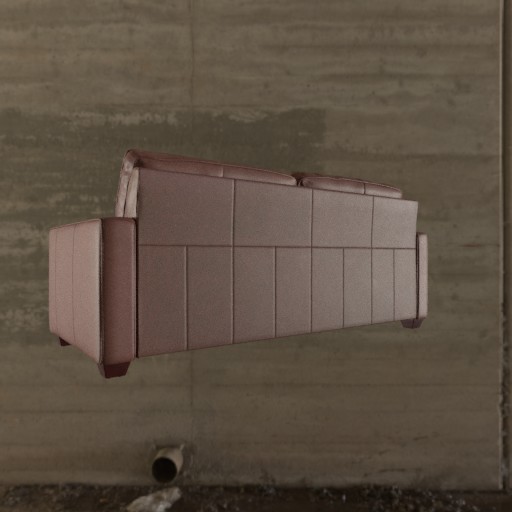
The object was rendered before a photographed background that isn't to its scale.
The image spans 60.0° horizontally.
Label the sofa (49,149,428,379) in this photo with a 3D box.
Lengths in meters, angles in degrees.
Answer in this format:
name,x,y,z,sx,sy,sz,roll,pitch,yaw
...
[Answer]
name,x,y,z,sx,sy,sz,roll,pitch,yaw
sofa,0.000,0.000,2.566,2.080,0.919,0.940,0,0,-36
